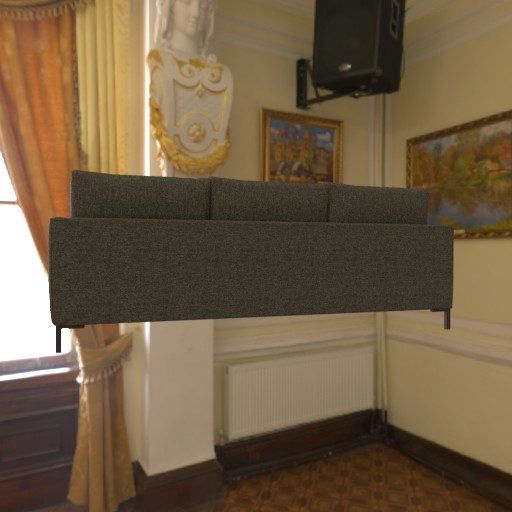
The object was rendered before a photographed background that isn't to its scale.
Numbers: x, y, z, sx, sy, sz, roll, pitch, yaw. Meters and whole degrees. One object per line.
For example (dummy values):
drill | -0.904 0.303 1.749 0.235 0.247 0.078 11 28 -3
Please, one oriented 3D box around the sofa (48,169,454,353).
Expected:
sofa | 0.000 0.000 2.750 2.253 0.879 0.876 0 1 -16
